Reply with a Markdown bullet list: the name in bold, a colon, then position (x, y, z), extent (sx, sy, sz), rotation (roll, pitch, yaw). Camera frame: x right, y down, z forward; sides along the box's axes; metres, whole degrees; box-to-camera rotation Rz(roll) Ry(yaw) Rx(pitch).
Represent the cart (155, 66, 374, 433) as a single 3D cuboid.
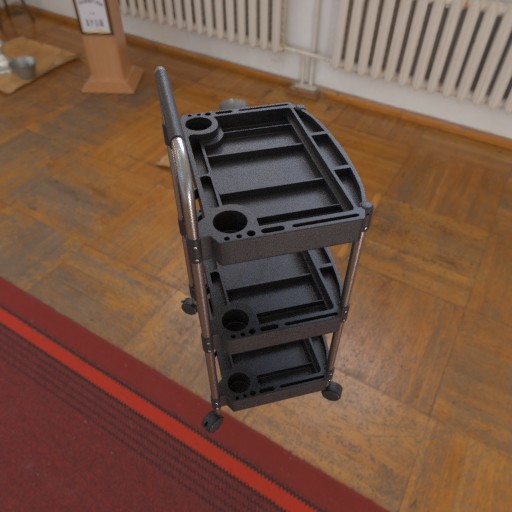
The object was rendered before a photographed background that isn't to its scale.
- **cart**: position (0.000, 0.000, 1.378), extent (0.518, 1.075, 0.584), rotation (-10, 47, -10)
